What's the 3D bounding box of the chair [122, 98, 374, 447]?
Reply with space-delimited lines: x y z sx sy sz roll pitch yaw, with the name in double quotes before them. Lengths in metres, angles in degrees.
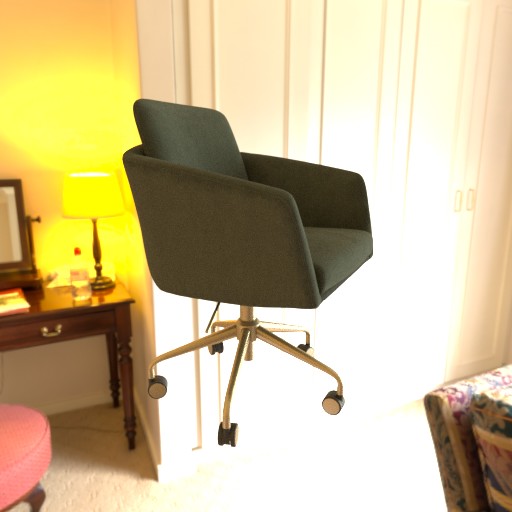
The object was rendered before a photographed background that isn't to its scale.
"chair" 0.000 0.000 1.351 0.635 0.908 0.641 7 15 27
